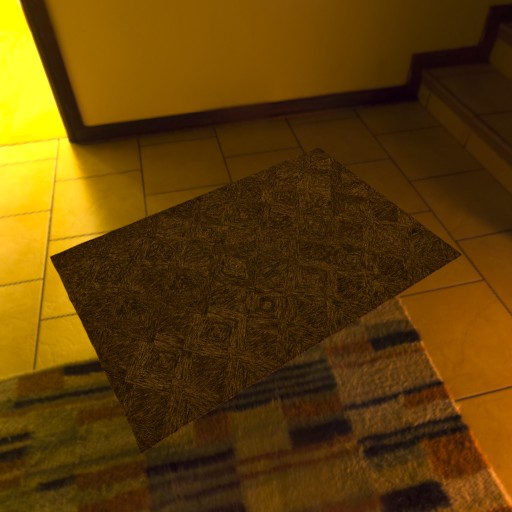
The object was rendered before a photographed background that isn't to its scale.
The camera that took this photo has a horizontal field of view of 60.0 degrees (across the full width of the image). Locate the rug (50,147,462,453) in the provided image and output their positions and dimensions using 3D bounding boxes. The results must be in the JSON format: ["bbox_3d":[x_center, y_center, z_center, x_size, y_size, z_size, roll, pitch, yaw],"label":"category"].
[{"bbox_3d":[0.000,0.000,2.311,1.808,0.011,1.189,-26,52,-22],"label":"rug"}]
